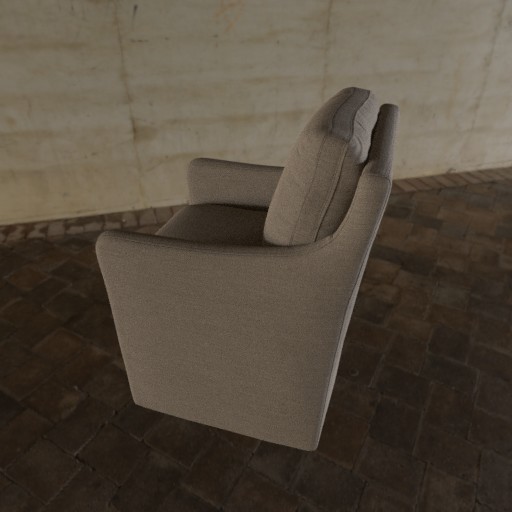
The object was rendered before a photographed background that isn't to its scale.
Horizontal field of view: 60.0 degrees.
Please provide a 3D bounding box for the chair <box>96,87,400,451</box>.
[{"bbox_3d":[0.000,0.000,1.334,0.694,0.914,0.626,9,33,14],"label":"chair"}]
